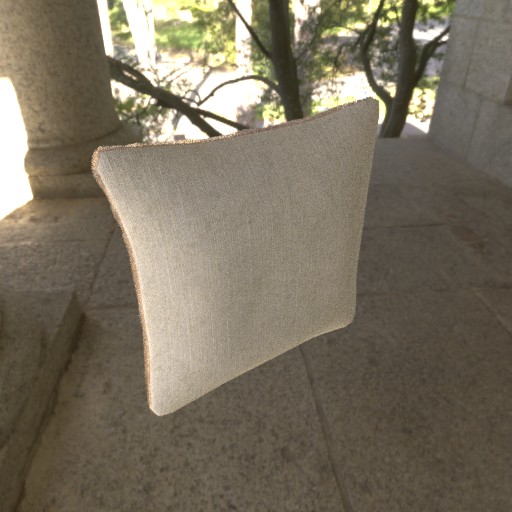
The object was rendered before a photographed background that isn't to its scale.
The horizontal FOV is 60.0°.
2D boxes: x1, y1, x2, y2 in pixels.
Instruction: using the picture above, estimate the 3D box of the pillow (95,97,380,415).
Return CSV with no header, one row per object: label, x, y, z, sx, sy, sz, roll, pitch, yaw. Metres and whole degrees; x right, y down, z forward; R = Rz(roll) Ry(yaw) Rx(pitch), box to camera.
pillow,0.000,0.000,0.826,0.538,0.525,0.216,-20,37,-29
